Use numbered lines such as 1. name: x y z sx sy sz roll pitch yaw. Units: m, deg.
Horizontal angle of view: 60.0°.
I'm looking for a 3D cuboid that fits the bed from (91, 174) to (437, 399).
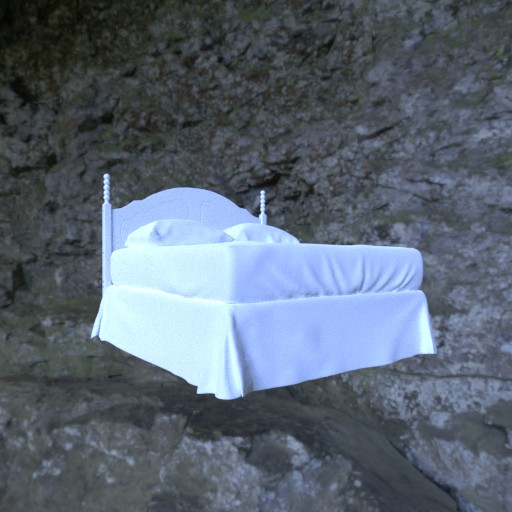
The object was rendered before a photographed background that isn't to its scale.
1. bed: 0.000 0.000 3.316 1.873 1.356 2.040 0 0 -36
